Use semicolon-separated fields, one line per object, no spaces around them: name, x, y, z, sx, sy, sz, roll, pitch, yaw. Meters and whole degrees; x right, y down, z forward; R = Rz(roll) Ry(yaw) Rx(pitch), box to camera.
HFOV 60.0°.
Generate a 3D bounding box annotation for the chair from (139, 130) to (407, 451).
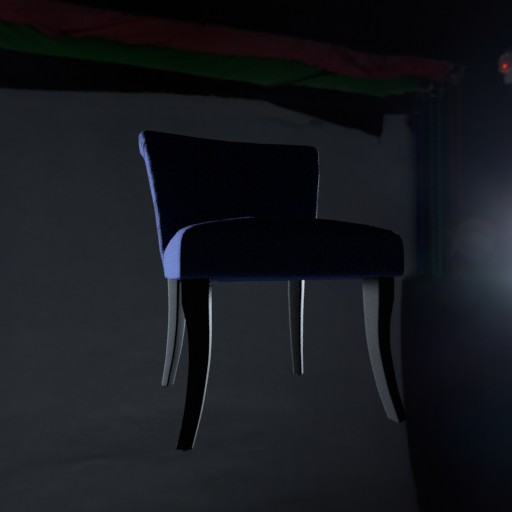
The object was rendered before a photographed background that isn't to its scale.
chair;0.000;0.000;1.190;0.585;0.753;0.606;0;-1;-19
